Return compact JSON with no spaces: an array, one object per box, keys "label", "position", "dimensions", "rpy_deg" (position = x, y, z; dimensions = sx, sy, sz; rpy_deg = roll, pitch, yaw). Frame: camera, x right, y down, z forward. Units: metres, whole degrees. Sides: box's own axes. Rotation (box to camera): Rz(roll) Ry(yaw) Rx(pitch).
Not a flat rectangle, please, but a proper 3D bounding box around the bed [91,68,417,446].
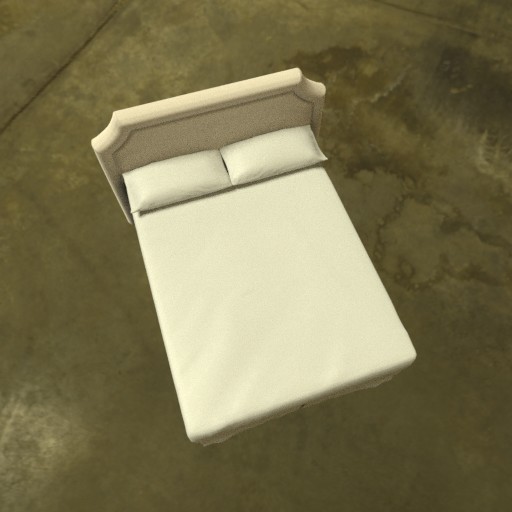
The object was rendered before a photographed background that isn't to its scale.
[{"label":"bed","position":[0.000,0.000,3.272],"dimensions":[1.828,1.297,2.164],"rpy_deg":[-17,65,-8]}]
